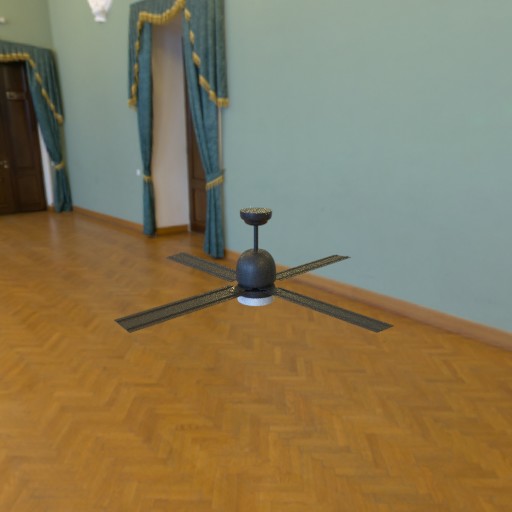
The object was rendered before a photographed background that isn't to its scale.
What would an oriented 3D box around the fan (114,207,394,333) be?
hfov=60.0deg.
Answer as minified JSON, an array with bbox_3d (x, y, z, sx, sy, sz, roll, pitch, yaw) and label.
[{"bbox_3d":[0.000,0.000,1.971,1.319,0.410,1.319,15,22,43],"label":"fan"}]
